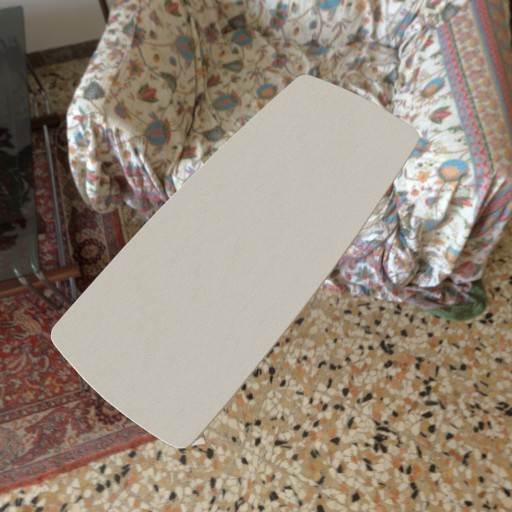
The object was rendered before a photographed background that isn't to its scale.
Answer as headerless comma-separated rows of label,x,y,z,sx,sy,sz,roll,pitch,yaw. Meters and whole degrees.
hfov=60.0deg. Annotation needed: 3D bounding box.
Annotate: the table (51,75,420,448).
table,0.000,0.000,1.612,0.561,0.474,1.334,34,68,15
